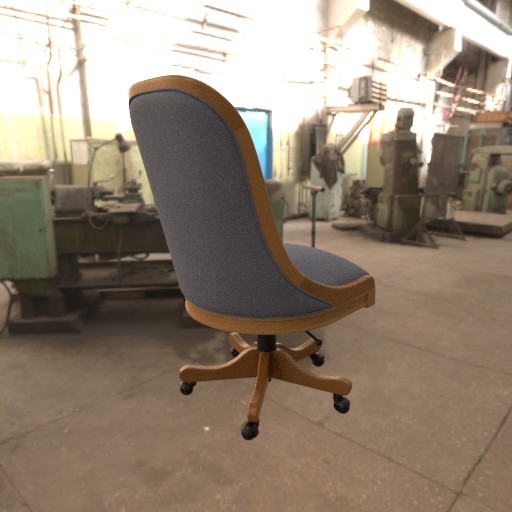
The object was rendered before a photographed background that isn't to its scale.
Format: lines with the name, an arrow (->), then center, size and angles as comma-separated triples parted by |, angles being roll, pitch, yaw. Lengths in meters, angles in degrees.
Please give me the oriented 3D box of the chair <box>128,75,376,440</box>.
chair -> 0.000, 0.000, 1.467 | 0.735, 1.031, 0.605 | -13, 18, -43
